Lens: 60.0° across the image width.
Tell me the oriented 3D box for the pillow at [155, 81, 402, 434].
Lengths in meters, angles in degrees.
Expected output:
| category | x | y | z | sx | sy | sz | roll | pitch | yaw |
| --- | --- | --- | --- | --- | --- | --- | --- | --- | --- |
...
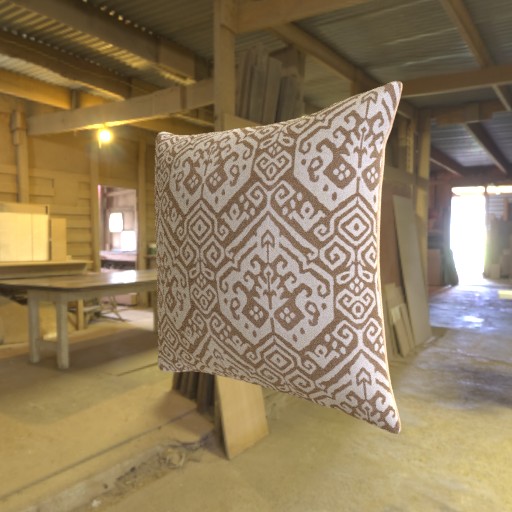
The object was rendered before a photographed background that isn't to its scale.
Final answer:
| category | x | y | z | sx | sy | sz | roll | pitch | yaw |
| --- | --- | --- | --- | --- | --- | --- | --- | --- | --- |
| pillow | 0.000 | 0.000 | 0.635 | 0.419 | 0.407 | 0.173 | 2 | 3 | 37 |
